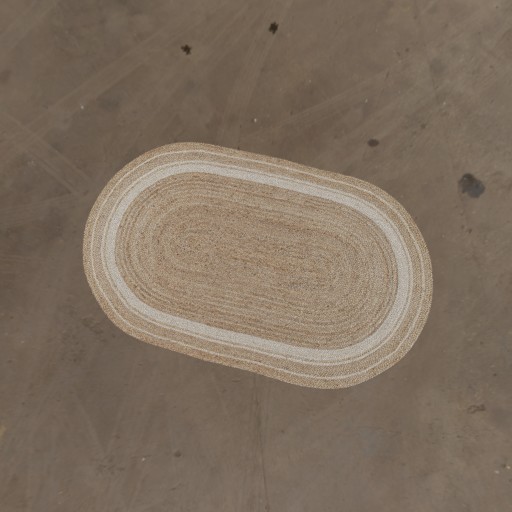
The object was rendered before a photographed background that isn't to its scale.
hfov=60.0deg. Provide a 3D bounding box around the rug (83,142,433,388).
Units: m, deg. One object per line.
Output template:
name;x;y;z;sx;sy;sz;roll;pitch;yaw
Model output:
rug;0.000;0.000;3.053;2.432;0.006;1.520;14;75;4
